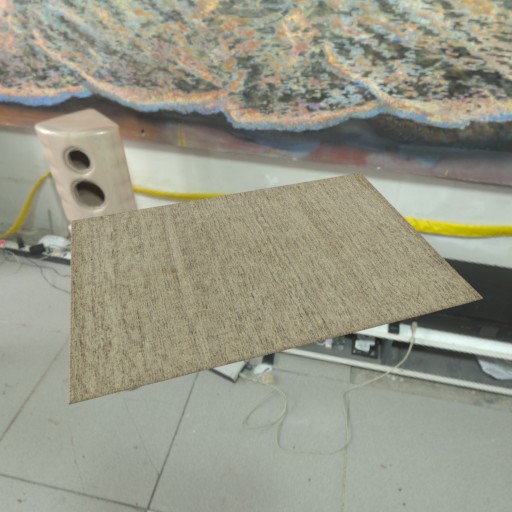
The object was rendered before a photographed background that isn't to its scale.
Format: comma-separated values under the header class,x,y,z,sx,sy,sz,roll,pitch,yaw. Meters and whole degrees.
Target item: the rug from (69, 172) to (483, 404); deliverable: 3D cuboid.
class,x,y,z,sx,sy,sz,roll,pitch,yaw
rug,0.000,0.000,2.284,1.822,0.018,1.211,-11,42,-13
